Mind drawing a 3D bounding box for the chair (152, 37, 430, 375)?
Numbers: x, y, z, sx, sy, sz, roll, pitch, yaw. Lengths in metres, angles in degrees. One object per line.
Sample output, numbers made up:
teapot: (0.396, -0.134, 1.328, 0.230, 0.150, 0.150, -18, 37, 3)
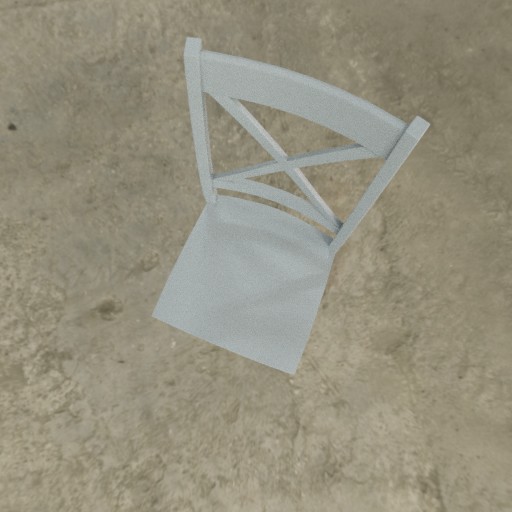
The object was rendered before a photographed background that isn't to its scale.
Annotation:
chair: (0.000, 0.000, 1.256, 0.485, 0.983, 0.542, 22, 78, 5)
